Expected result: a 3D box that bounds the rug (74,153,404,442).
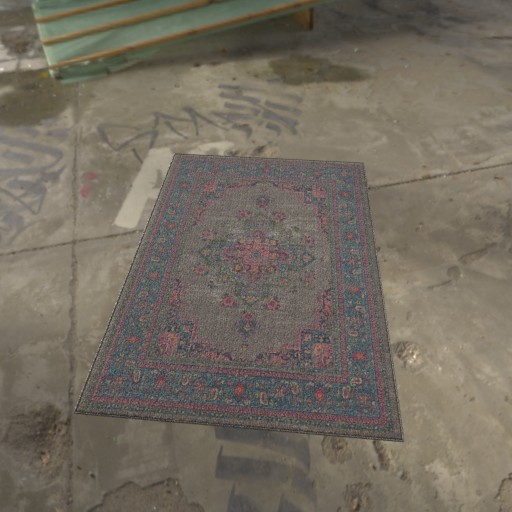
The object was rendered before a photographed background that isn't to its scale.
[{"bbox_3d":[0.000,0.000,3.665,2.005,0.013,2.890,4,46,3],"label":"rug"}]
